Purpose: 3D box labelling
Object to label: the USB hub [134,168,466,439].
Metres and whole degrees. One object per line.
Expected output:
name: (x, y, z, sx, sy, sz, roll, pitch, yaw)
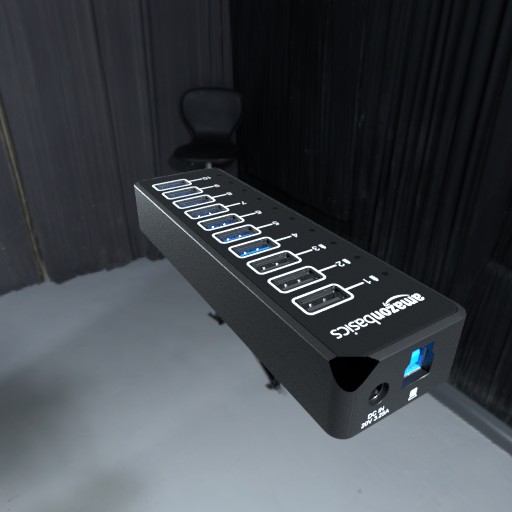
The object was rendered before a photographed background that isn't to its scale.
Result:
USB hub: (0.000, 0.000, 0.164, 0.044, 0.023, 0.145, -17, 33, -28)
